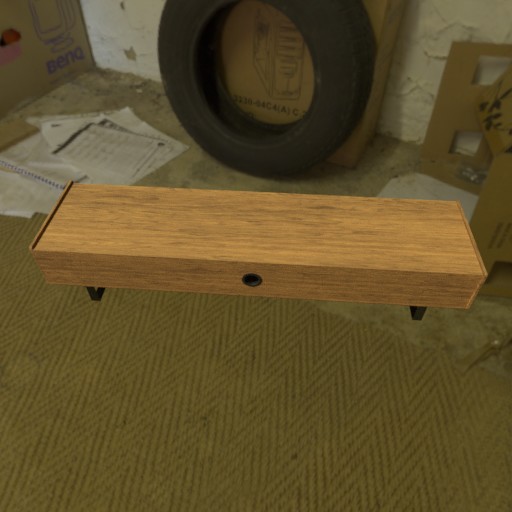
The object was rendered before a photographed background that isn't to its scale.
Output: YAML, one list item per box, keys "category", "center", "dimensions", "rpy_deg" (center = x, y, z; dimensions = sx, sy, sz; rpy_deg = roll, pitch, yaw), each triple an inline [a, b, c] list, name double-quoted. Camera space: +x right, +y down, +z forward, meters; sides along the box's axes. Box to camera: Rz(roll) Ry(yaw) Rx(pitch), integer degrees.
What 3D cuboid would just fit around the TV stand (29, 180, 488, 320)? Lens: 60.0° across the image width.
- category: "TV stand"
  center: [0.000, 0.000, 2.034]
  dimensions: [1.796, 0.415, 0.467]
  rpy_deg: [3, 46, 3]
